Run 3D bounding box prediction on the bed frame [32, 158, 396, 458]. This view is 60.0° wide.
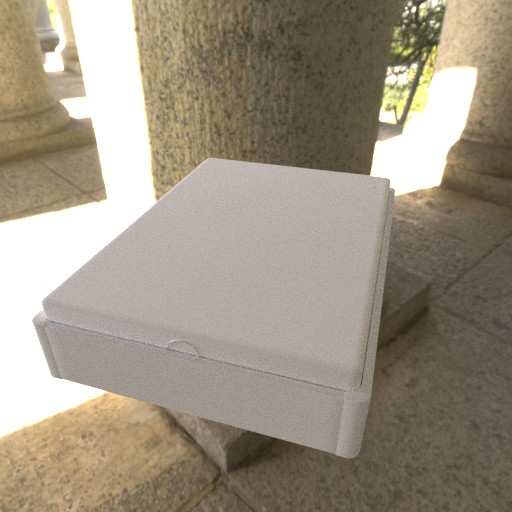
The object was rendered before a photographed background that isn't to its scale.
[{"bbox_3d":[0.000,0.000,2.491,1.400,0.406,1.900,10,33,15],"label":"bed frame"}]
